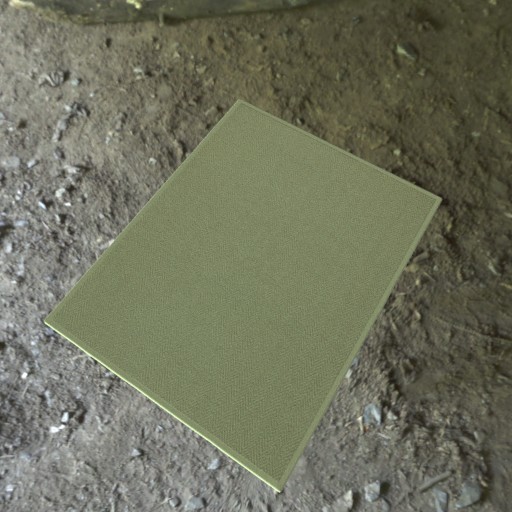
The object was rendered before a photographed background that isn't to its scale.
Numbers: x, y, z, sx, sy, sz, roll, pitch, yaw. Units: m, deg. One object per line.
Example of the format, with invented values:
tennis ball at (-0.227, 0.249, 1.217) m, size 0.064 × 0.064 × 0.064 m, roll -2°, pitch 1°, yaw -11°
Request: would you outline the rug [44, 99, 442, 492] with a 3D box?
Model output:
rug at (0.000, 0.000, 4.091) m, size 2.407 × 0.020 × 3.051 m, roll 30°, pitch 68°, yaw 13°
